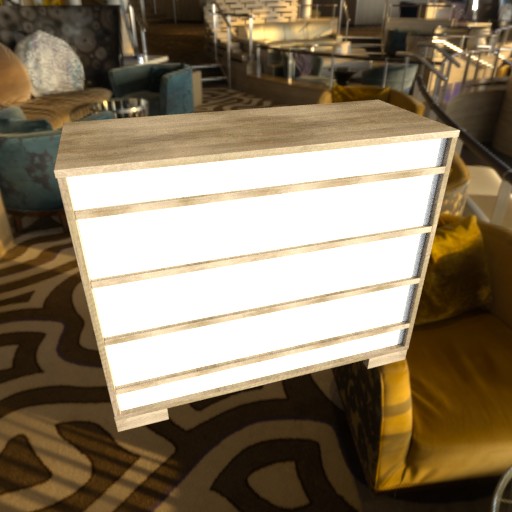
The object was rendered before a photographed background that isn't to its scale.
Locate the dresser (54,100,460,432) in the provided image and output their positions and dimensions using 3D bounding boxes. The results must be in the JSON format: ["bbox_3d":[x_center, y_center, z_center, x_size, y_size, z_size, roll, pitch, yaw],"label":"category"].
[{"bbox_3d":[0.000,0.000,1.404,0.994,0.816,0.404,-9,32,-15],"label":"dresser"}]
